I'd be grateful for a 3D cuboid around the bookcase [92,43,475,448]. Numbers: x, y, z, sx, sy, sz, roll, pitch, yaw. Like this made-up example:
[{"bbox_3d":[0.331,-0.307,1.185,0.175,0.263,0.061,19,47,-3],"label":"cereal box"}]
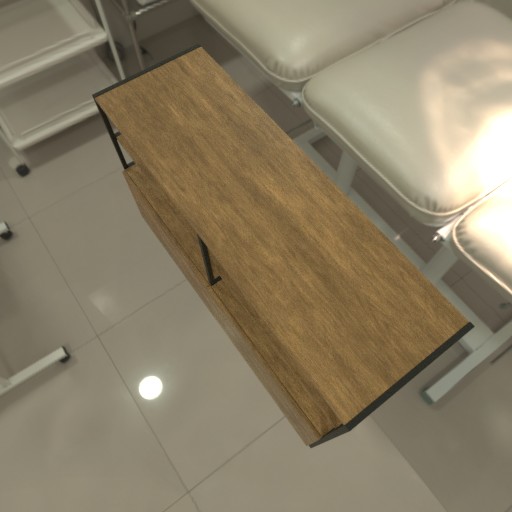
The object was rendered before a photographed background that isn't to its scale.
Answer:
[{"bbox_3d":[0.000,0.000,1.473,0.391,0.712,1.149,-33,68,-15],"label":"bookcase"}]
